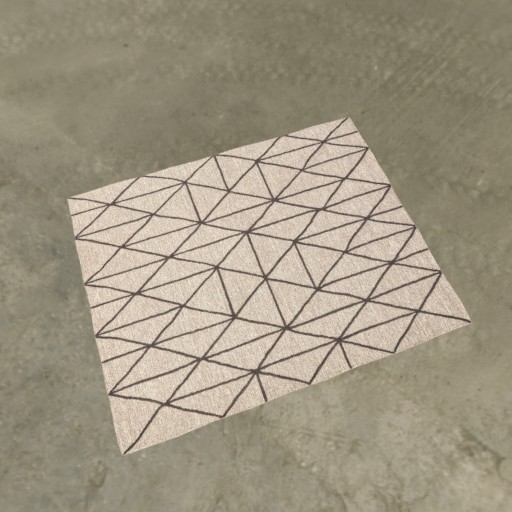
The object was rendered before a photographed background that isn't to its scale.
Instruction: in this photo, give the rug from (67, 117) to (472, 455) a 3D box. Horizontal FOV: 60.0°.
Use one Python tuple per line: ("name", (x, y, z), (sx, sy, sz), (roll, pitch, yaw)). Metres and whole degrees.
("rug", (0.000, 0.000, 4.054), (3.061, 0.022, 2.468), (-18, 66, -9))
